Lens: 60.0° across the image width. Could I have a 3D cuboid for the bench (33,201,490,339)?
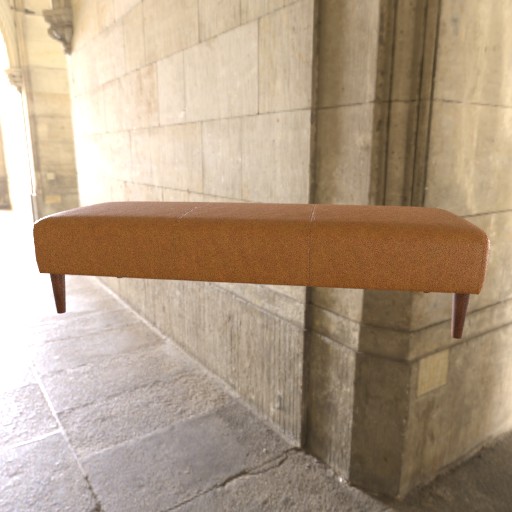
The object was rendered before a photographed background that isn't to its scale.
[{"bbox_3d":[0.000,0.000,1.842,1.610,0.399,0.653,2,13,9],"label":"bench"}]
